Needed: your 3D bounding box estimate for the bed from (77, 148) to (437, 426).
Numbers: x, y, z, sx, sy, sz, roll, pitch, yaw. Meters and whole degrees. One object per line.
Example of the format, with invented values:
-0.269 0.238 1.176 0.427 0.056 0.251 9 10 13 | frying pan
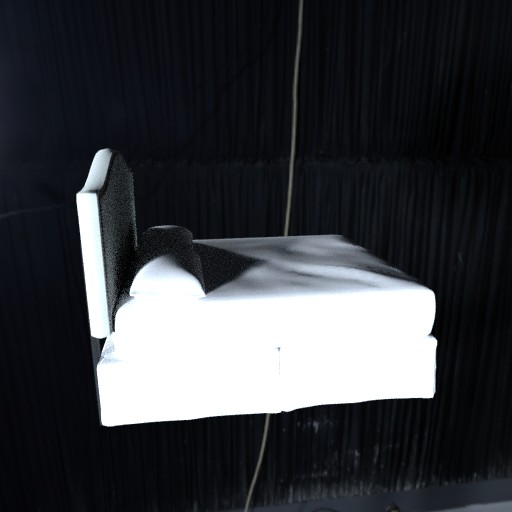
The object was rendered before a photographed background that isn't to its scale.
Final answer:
0.000 0.000 3.393 2.180 1.607 1.813 -3 16 -9 | bed
